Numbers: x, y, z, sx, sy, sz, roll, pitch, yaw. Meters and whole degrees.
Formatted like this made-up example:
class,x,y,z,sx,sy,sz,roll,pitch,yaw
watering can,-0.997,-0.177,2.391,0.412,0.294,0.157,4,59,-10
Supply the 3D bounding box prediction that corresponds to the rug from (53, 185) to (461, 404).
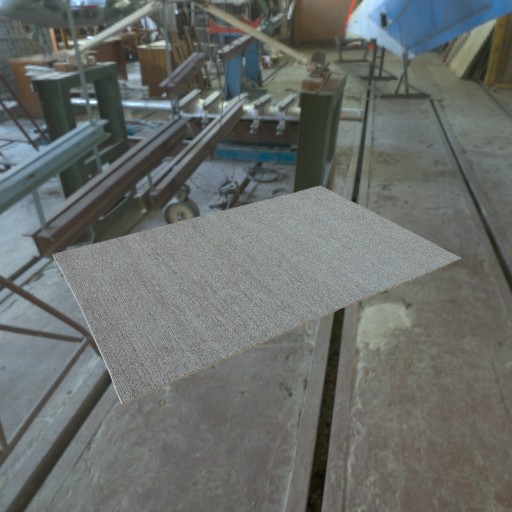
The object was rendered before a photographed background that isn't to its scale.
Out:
class,x,y,z,sx,sy,sz,roll,pitch,yaw
rug,0.000,0.000,2.302,1.792,0.021,1.154,-18,35,-27
